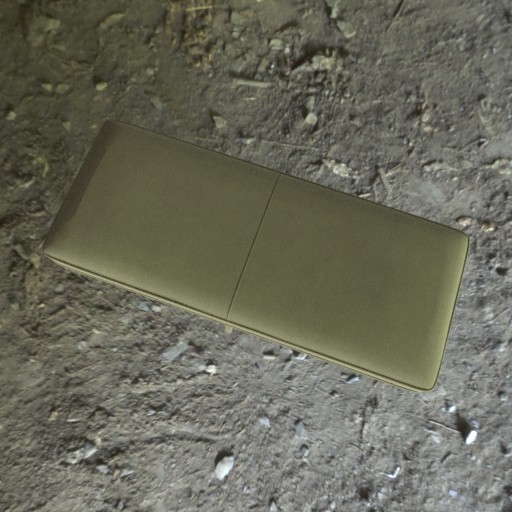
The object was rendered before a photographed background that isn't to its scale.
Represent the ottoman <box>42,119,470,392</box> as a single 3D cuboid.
[{"bbox_3d":[0.000,0.000,2.034,1.726,0.460,0.735,19,75,5],"label":"ottoman"}]
